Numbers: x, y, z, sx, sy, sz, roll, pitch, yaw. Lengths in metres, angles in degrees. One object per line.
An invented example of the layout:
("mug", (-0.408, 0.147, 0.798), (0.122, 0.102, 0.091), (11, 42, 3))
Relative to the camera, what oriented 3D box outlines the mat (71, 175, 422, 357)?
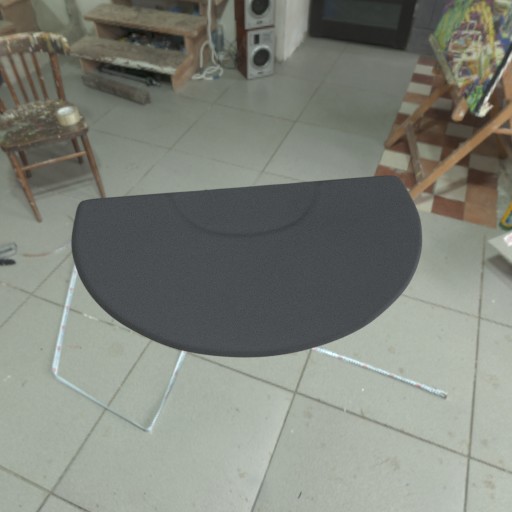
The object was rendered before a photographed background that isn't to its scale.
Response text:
("mat", (0.000, 0.000, 1.790), (1.525, 0.016, 0.917), (-5, 47, -5))
